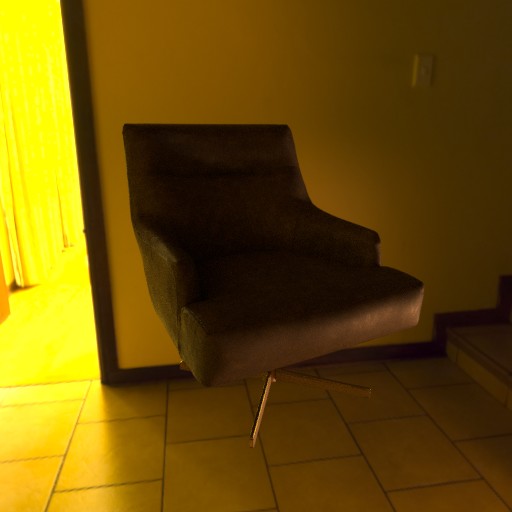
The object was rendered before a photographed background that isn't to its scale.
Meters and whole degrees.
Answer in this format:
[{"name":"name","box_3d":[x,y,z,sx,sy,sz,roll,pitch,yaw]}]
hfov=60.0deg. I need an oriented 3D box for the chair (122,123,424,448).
[{"name":"chair","box_3d":[0.000,0.000,1.508,0.738,0.870,0.874,-9,18,-28]}]
